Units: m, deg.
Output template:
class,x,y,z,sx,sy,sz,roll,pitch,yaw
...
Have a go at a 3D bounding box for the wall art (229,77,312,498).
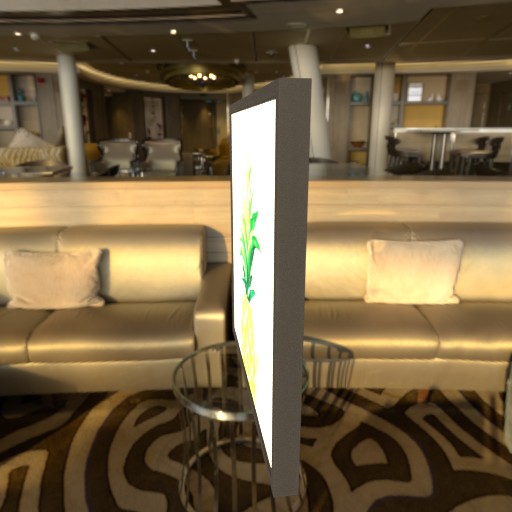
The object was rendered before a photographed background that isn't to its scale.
class,x,y,z,sx,sy,sz,roll,pitch,yaw
wall art,0.000,0.000,0.748,0.033,0.507,0.508,-2,16,-9
